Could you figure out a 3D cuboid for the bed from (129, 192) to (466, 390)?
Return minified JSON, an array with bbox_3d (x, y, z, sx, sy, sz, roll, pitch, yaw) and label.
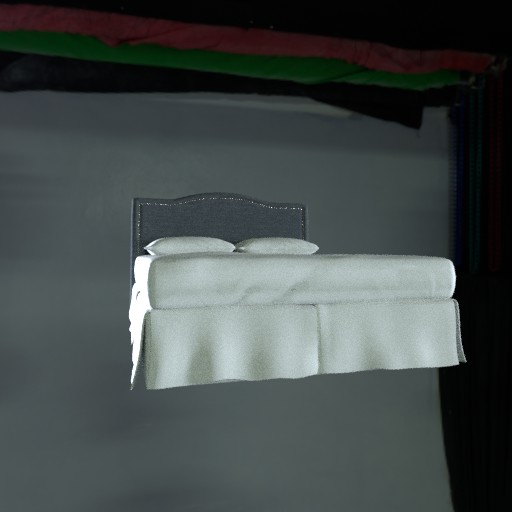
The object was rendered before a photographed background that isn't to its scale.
[{"bbox_3d":[0.000,0.000,3.887,2.161,1.457,2.689,0,0,-17],"label":"bed"}]
